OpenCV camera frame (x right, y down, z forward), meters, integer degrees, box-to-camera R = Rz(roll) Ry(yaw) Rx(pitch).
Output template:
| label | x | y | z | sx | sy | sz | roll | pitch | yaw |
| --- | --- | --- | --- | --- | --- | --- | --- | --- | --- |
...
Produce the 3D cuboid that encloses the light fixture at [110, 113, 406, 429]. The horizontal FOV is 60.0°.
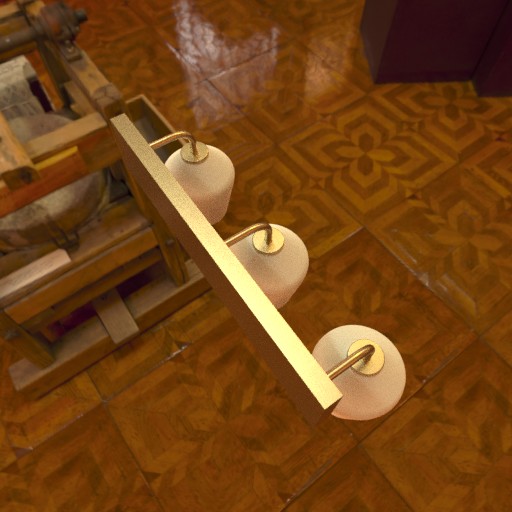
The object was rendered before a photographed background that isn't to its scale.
| label | x | y | z | sx | sy | sz | roll | pitch | yaw |
| --- | --- | --- | --- | --- | --- | --- | --- | --- | --- |
| light fixture | 0.000 | 0.000 | 0.728 | 0.190 | 0.280 | 0.609 | -30 | 64 | -17 |
